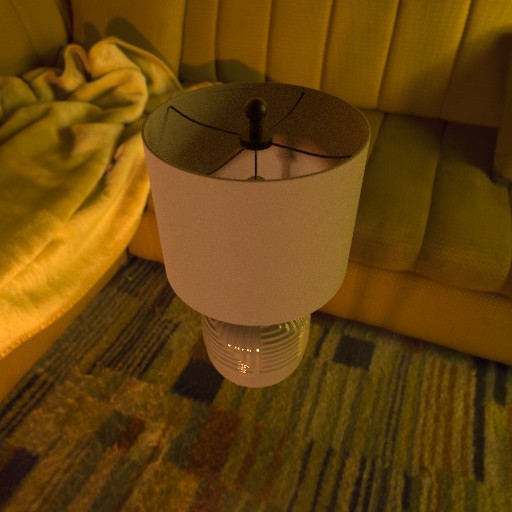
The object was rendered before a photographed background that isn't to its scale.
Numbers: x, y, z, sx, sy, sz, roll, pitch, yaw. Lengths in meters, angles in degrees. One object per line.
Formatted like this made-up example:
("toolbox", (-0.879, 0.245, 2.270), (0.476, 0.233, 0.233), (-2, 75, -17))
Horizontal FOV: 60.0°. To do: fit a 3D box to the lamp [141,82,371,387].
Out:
("lamp", (0.000, 0.000, 0.787), (0.318, 0.567, 0.318), (0, 41, 0))
